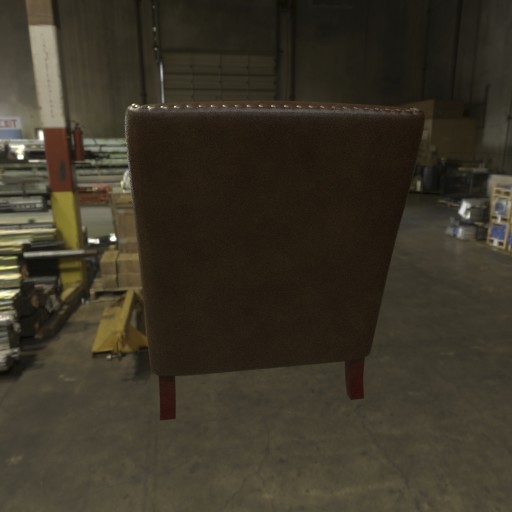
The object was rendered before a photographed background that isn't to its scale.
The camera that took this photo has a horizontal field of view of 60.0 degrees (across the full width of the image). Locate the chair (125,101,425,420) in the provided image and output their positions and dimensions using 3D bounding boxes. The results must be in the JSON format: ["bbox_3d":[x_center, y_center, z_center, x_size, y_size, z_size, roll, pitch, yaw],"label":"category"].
[{"bbox_3d":[0.000,0.000,1.301,0.639,0.813,0.704,-3,15,-10],"label":"chair"}]
